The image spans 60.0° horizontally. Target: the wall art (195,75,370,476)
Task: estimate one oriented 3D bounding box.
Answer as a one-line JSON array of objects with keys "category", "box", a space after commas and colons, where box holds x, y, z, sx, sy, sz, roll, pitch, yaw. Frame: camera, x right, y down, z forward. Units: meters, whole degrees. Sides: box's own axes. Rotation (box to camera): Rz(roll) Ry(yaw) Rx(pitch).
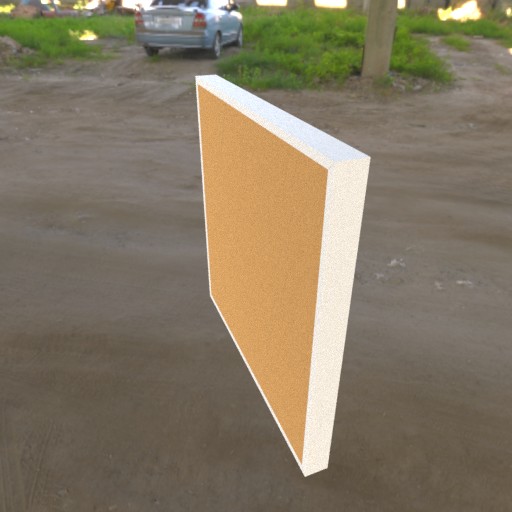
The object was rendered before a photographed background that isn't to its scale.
[{"category": "wall art", "box": [0.000, 0.000, 0.458, 0.024, 0.304, 0.304, -12, 33, -19]}]
